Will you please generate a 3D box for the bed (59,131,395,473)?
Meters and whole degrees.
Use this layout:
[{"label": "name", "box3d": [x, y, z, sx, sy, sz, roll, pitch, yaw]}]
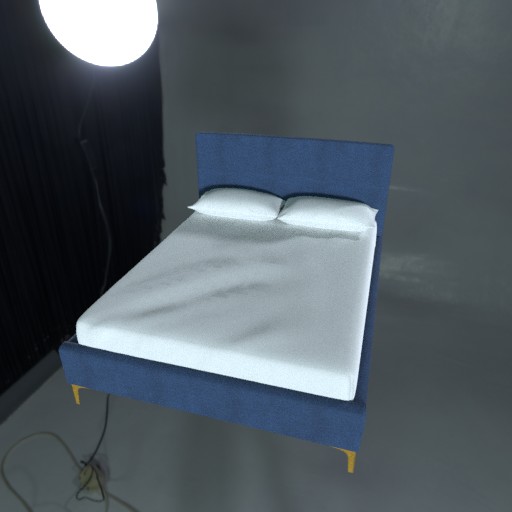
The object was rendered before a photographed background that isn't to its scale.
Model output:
[{"label": "bed", "box3d": [0.000, 0.000, 3.138, 1.723, 1.231, 2.172, 8, 29, 15]}]
